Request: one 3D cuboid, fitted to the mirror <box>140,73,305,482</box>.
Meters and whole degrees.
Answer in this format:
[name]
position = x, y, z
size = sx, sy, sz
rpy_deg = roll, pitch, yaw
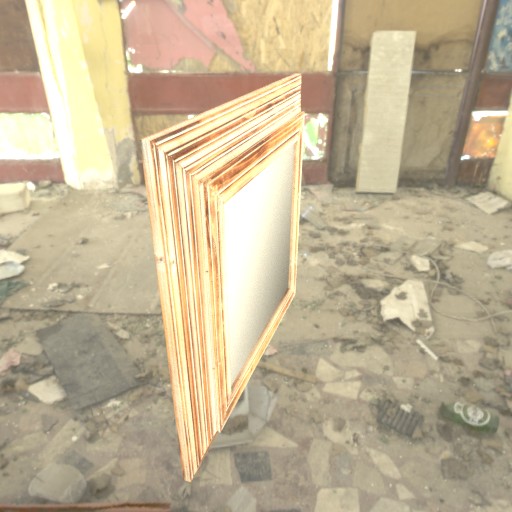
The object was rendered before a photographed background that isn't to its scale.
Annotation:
[mirror]
position = 0.000, 0.000, 1.170
size = 0.061, 0.804, 0.804
rpy_deg = 11, 31, 18
